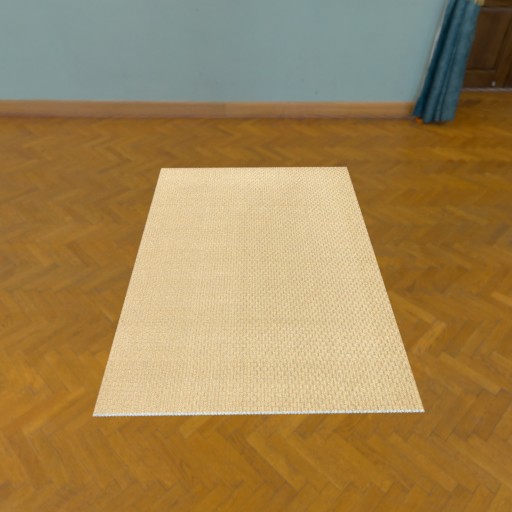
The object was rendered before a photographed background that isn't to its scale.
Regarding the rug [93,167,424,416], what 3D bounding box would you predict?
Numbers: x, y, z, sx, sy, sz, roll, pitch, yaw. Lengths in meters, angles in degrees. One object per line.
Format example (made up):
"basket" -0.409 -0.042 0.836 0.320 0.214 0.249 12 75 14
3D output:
"rug" 0.000 0.000 2.814 1.509 0.013 2.144 -1 42 -1
